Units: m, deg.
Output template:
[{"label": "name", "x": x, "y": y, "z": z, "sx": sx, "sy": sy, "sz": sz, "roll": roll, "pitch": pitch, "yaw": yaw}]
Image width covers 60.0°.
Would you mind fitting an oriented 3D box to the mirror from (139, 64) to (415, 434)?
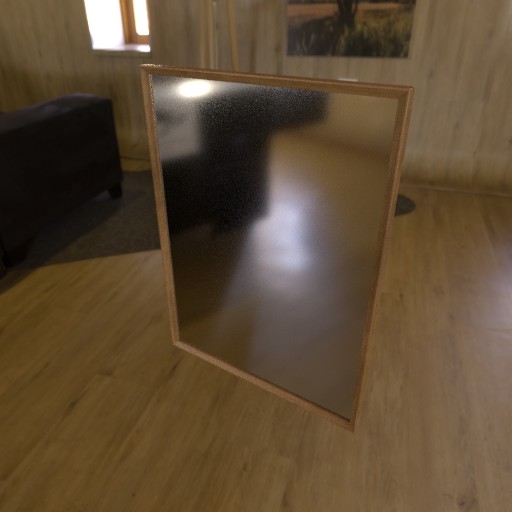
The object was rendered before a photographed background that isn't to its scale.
[{"label": "mirror", "x": 0.000, "y": 0.000, "z": 1.327, "sx": 0.762, "sy": 1.016, "sz": 0.041, "roll": 18, "pitch": 34, "yaw": 29}]
